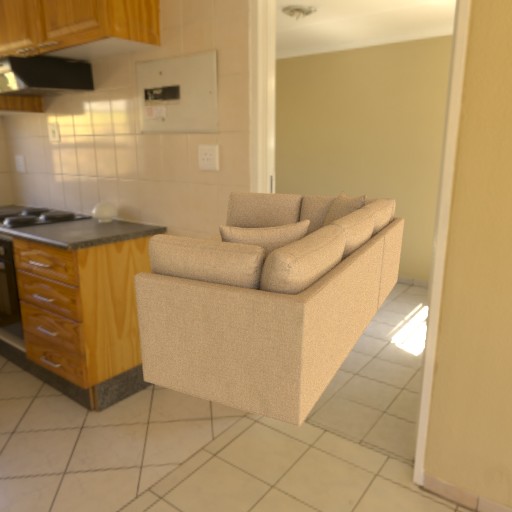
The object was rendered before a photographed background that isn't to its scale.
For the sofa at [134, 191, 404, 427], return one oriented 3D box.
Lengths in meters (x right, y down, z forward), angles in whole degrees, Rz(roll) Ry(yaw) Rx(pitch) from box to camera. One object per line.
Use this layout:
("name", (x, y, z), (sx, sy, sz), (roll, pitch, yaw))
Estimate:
("sofa", (0.000, 0.000, 3.817), (1.994, 0.978, 2.896), (7, 15, 26))
